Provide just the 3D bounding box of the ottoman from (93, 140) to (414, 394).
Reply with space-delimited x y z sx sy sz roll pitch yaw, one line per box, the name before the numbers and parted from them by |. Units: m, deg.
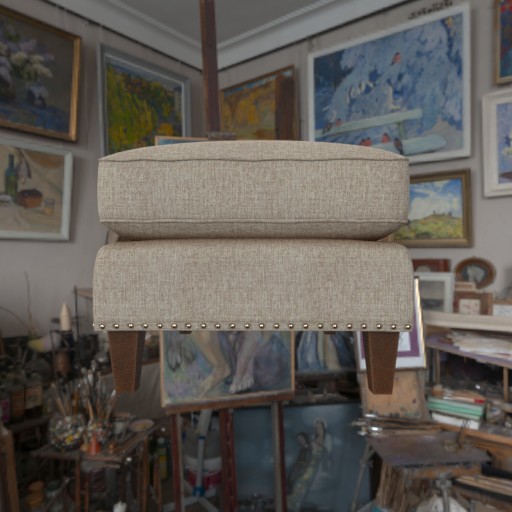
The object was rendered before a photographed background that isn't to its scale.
ottoman | 0.000 0.000 1.155 0.584 0.513 0.741 0 0 1
